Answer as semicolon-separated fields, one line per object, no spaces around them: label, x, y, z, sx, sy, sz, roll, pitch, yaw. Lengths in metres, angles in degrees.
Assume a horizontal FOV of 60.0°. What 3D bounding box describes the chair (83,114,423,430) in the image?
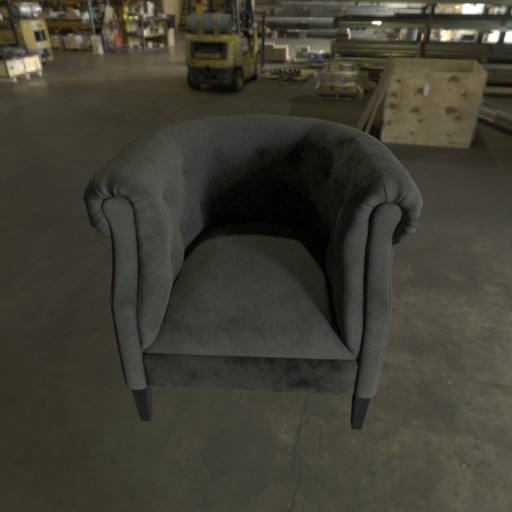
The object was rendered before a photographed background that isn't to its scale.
chair;0.000;0.000;1.569;0.904;0.826;0.851;1;31;2
